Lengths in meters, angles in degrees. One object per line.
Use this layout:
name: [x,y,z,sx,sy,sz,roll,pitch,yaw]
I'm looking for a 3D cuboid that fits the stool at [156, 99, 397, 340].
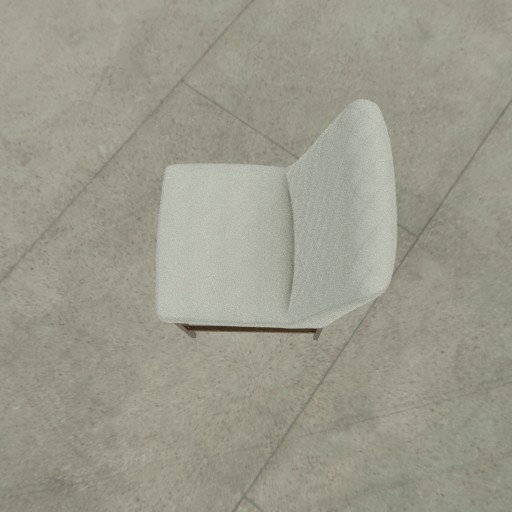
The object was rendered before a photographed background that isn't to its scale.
stool: [0.000,0.000,1.378,0.546,1.084,0.462,1,76,0]
